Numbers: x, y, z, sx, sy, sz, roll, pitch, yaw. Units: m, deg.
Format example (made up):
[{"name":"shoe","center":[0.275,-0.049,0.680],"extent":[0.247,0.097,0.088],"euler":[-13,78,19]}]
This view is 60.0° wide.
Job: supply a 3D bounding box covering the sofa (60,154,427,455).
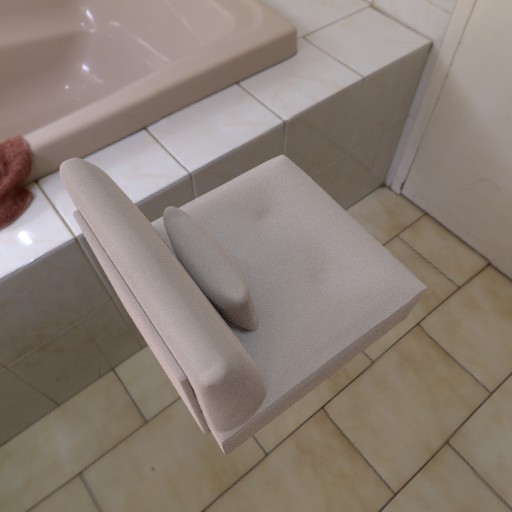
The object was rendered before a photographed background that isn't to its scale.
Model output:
[{"name":"sofa","center":[0.000,0.000,1.703],"extent":[1.000,0.828,0.935],"euler":[-31,62,-19]}]
